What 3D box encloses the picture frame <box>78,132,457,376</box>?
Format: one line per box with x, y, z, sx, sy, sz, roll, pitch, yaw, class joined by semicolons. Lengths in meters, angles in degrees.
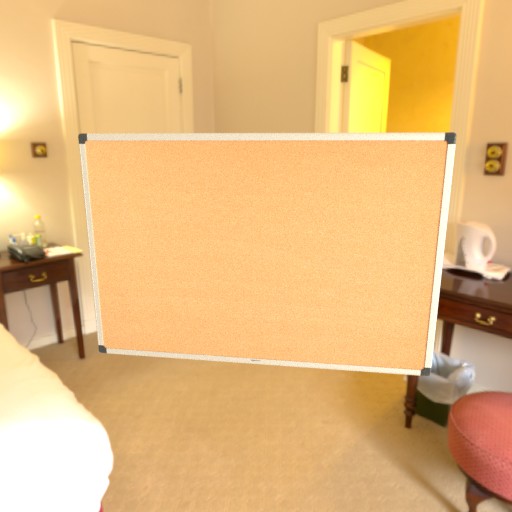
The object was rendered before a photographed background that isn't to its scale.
0.000;0.000;1.120;0.900;0.600;0.010;2;15;8;picture frame
